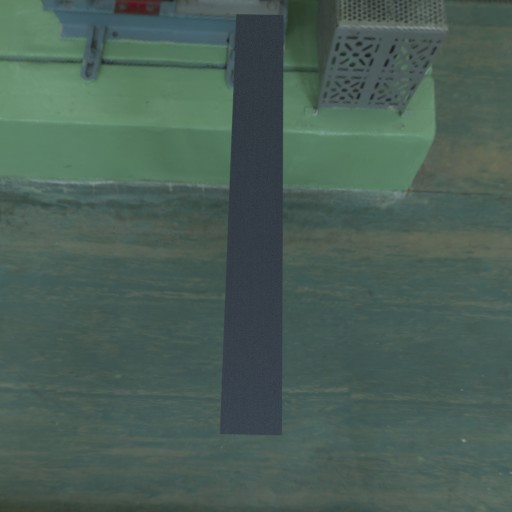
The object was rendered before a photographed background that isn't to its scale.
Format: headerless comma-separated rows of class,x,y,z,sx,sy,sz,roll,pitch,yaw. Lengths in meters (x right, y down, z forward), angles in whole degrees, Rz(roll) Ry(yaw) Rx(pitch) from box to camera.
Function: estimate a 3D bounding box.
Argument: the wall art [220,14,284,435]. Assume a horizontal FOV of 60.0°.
wall art,0.000,0.000,0.445,0.036,0.300,0.302,1,74,0
